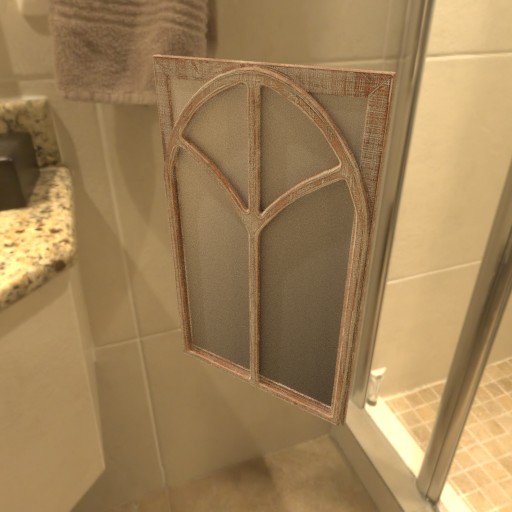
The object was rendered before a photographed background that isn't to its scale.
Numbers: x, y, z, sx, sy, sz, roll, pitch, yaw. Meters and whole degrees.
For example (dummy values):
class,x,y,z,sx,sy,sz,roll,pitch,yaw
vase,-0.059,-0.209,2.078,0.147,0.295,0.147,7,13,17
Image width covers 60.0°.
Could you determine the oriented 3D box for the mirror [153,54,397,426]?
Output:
class,x,y,z,sx,sy,sz,roll,pitch,yaw
mirror,0.000,0.000,0.979,0.495,0.787,0.058,17,34,28
